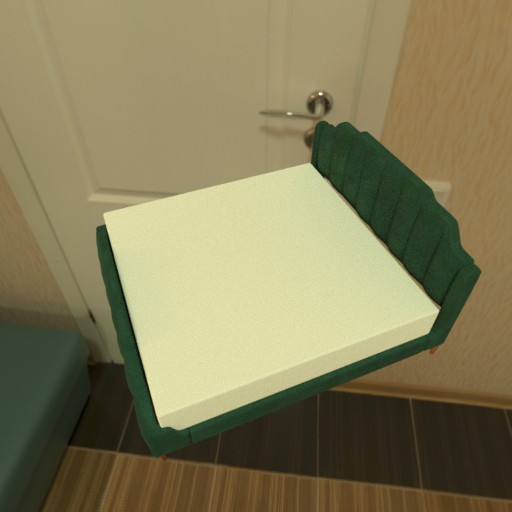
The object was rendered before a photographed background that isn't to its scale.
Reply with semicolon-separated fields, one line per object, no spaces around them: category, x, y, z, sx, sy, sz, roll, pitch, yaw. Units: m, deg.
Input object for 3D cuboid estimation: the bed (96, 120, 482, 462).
bed;0.000;0.000;3.501;2.340;1.245;2.074;-16;48;-15
